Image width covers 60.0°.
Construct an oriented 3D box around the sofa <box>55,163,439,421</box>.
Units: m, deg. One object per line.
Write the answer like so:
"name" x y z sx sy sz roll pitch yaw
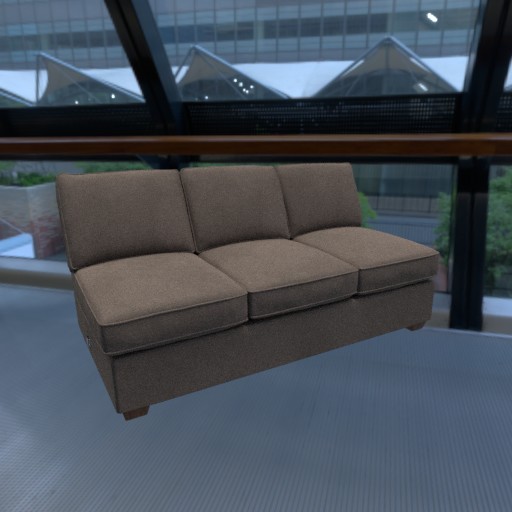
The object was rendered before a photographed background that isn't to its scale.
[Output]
"sofa" 0.000 0.000 2.548 1.962 0.973 1.027 -9 19 -28
